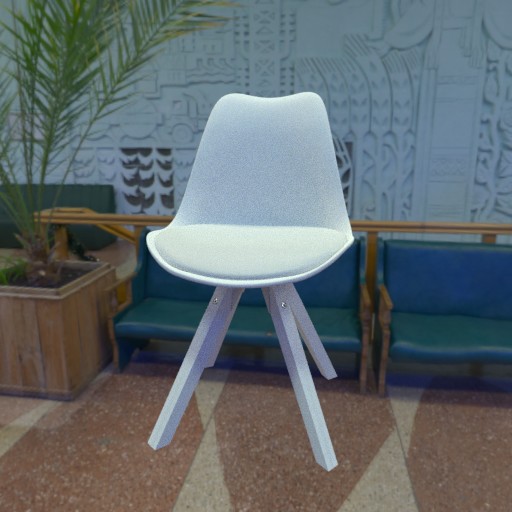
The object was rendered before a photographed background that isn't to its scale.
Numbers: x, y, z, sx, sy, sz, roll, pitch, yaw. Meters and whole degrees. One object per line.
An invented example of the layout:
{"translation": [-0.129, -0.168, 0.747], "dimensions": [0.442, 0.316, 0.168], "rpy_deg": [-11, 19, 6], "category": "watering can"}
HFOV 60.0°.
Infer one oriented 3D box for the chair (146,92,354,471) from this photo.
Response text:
{"translation": [0.000, 0.000, 1.147], "dimensions": [0.485, 0.850, 0.550], "rpy_deg": [2, 14, 10], "category": "chair"}
